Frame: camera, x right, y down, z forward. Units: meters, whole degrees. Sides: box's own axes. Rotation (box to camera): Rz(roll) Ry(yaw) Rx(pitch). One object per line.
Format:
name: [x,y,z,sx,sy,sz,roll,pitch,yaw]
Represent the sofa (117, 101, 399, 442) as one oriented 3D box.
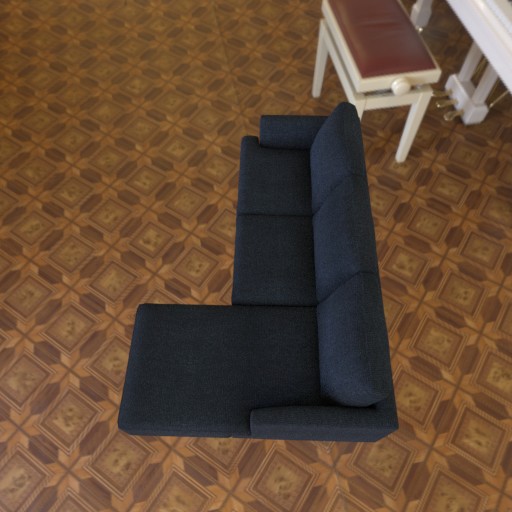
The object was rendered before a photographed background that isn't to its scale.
sofa: [0.000,0.000,2.973,1.504,0.956,2.233,1,60,1]
